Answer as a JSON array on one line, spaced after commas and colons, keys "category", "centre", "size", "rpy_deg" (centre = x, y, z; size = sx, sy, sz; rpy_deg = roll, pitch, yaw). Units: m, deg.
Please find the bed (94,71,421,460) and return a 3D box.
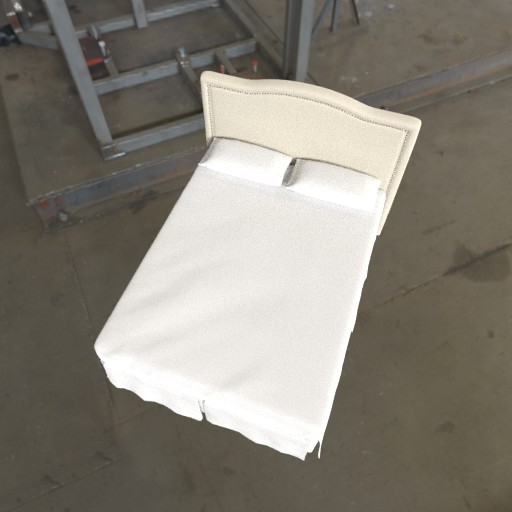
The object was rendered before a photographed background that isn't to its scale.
[{"category": "bed", "centre": [0.000, 0.000, 3.249], "size": [1.741, 1.449, 2.196], "rpy_deg": [17, 59, 11]}]
